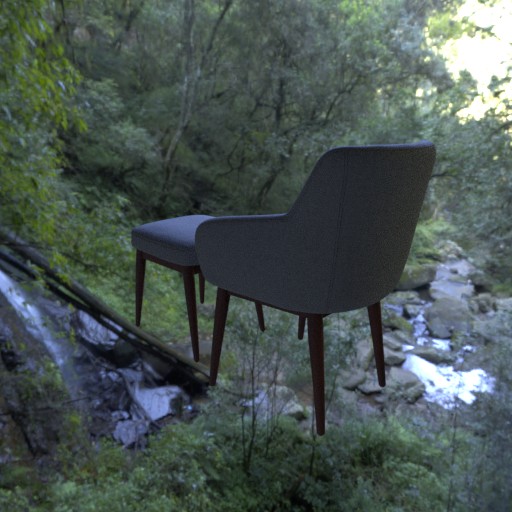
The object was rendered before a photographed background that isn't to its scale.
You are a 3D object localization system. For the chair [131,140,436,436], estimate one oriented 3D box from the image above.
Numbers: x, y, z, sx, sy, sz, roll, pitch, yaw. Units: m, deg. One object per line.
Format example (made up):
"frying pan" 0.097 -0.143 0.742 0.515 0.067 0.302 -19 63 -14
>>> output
"chair" 0.000 0.000 1.537 0.584 0.799 1.107 -16 24 -42
